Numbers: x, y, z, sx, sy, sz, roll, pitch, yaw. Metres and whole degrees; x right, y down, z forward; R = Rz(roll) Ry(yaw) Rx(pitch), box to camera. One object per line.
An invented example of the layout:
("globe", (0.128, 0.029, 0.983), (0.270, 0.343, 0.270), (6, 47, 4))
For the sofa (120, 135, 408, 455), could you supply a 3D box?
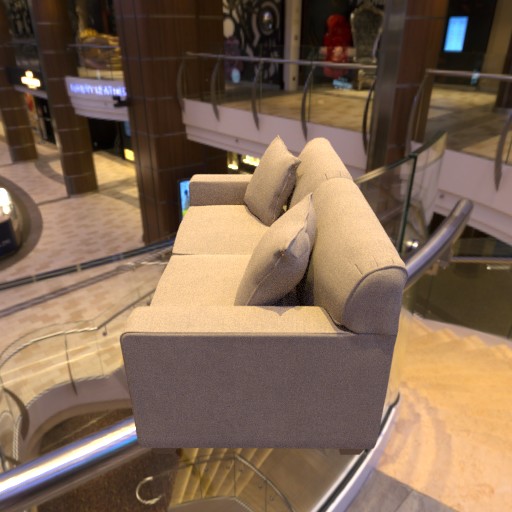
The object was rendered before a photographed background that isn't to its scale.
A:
("sofa", (0.000, 0.000, 2.386), (0.998, 0.958, 1.846), (0, 27, 0))
